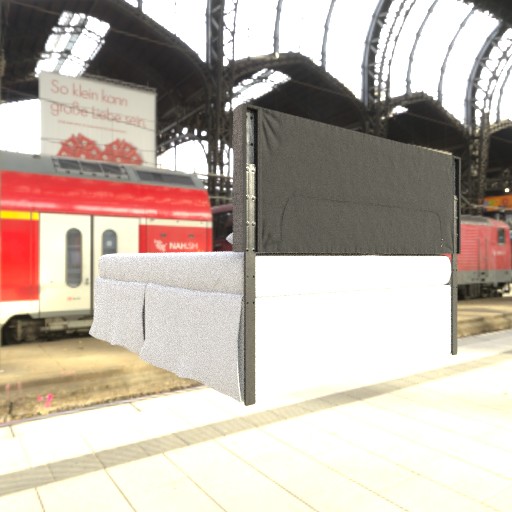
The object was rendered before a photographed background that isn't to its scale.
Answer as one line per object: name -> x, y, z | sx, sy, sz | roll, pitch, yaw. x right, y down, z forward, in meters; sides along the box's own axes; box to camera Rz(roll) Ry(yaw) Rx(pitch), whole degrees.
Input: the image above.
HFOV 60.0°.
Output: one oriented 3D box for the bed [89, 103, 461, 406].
bed -> 0.000, 0.000, 2.947 | 1.621, 1.168, 1.958 | 0, 0, -36
